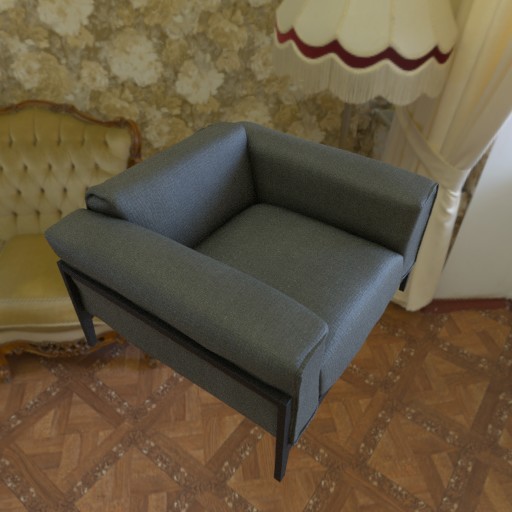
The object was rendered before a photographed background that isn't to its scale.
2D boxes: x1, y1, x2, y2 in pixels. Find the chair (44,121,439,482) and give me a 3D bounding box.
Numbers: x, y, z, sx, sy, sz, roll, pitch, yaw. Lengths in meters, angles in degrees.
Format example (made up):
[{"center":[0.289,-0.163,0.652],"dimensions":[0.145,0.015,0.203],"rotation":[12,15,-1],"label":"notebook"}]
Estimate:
[{"center":[0.000,0.000,1.662],"dimensions":[0.969,0.646,1.056],"rotation":[25,46,26],"label":"chair"}]
